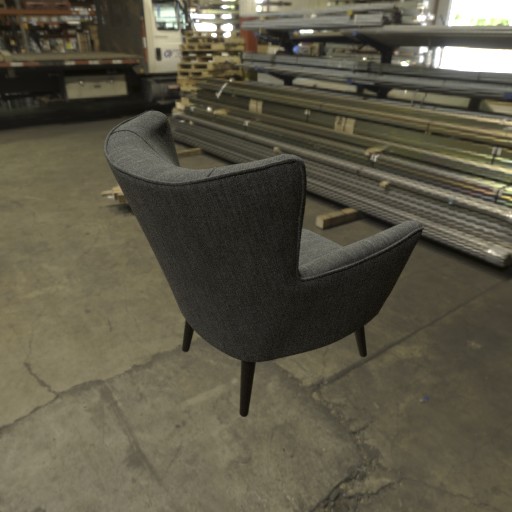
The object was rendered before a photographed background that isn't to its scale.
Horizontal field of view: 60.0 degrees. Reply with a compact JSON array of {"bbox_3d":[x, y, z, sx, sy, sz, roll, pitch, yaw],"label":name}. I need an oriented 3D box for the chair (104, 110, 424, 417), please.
[{"bbox_3d":[0.000,0.000,1.574,0.888,0.933,0.781,-19,33,-32],"label":"chair"}]
